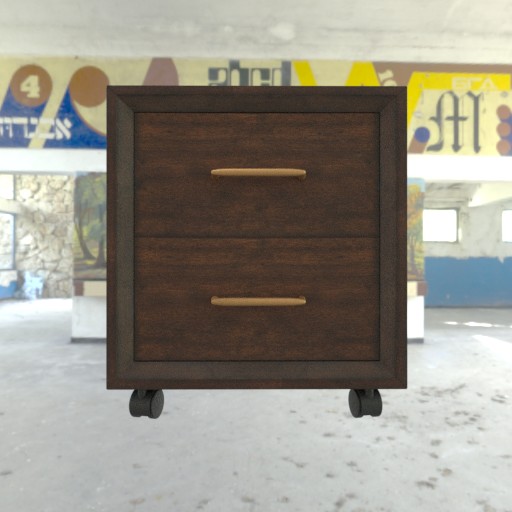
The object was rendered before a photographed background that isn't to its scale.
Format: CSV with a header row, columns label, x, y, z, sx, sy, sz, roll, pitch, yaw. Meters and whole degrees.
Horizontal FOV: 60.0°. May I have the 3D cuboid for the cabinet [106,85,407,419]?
label,x,y,z,sx,sy,sz,roll,pitch,yaw
cabinet,0.000,0.000,0.827,0.402,0.455,0.500,0,0,0
